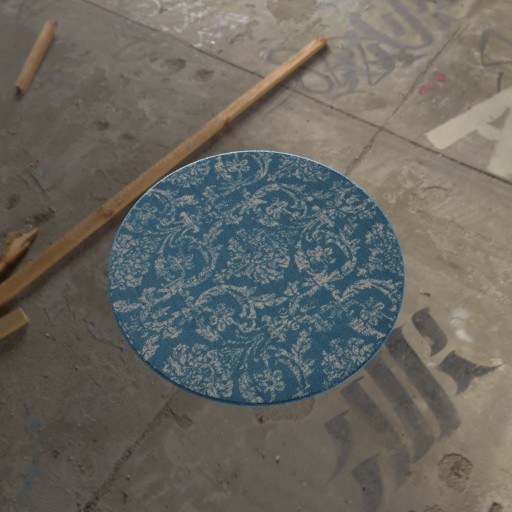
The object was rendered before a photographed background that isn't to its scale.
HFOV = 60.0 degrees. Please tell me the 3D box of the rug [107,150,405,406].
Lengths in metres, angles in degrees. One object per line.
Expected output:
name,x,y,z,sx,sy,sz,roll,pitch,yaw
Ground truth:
rug,0.000,0.000,2.410,1.593,0.012,1.593,0,58,0
